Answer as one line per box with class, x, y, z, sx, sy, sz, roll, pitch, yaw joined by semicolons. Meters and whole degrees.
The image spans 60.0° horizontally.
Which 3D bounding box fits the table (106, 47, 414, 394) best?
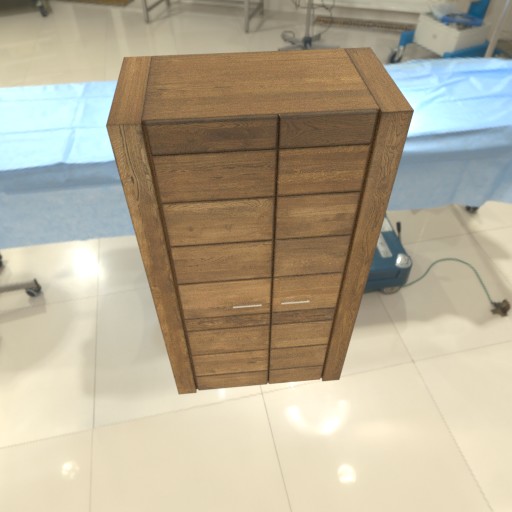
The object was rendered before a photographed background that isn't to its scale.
table;0.000;0.000;2.485;1.100;2.000;0.600;-4;46;-4
